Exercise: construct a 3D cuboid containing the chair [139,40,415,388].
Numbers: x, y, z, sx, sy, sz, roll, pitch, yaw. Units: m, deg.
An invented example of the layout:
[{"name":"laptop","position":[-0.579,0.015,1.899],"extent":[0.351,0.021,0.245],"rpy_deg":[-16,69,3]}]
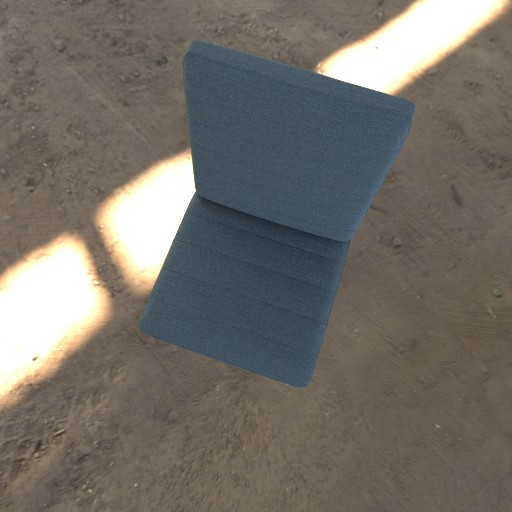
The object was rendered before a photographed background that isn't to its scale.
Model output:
[{"name":"chair","position":[0.000,0.000,1.304],"extent":[0.520,0.930,0.634],"rpy_deg":[18,76,5]}]
